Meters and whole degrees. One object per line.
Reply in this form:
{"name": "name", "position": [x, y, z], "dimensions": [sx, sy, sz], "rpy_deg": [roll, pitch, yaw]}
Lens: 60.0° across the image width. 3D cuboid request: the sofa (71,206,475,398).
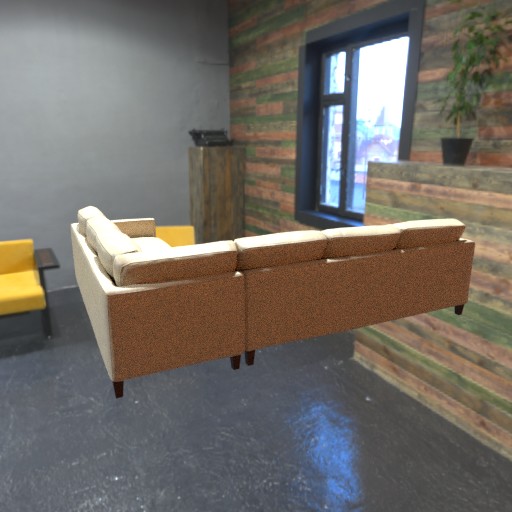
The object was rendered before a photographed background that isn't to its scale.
{"name": "sofa", "position": [0.000, 0.000, 4.503], "dimensions": [3.302, 0.947, 2.593], "rpy_deg": [-7, 16, -25]}
